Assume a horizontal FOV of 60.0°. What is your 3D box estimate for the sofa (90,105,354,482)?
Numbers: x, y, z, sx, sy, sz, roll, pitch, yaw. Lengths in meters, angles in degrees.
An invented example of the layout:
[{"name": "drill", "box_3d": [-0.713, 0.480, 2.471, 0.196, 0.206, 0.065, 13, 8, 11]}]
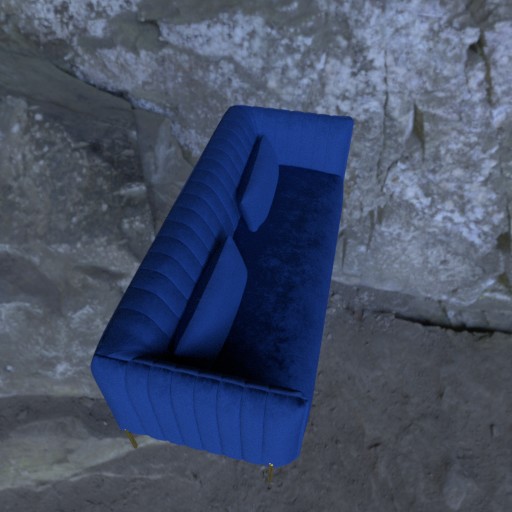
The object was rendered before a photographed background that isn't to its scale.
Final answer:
[{"name": "sofa", "box_3d": [0.000, 0.000, 2.566, 0.896, 0.793, 2.136, 10, 48, 9]}]
